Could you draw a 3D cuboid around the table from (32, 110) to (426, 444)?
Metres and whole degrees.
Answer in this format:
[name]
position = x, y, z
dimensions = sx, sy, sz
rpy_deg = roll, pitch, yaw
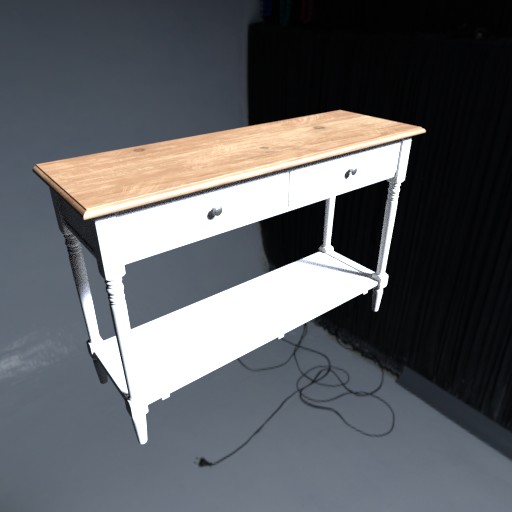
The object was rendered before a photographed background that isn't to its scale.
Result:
[table]
position = 0.000, 0.000, 1.574
dimensions = 1.219, 0.800, 0.399
rpy_deg = -21, 35, -32
